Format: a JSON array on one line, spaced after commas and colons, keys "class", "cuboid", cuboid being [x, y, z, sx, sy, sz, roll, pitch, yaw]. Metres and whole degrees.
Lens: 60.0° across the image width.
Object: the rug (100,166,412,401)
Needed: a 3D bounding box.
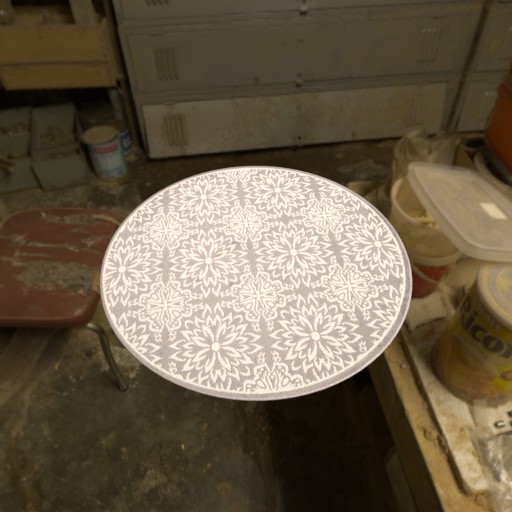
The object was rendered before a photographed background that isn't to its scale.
[{"class": "rug", "cuboid": [0.000, 0.000, 2.324, 1.593, 0.012, 1.593, 0, 47, 0]}]
